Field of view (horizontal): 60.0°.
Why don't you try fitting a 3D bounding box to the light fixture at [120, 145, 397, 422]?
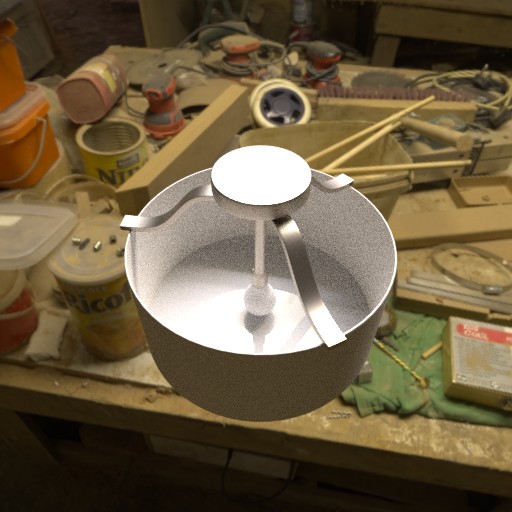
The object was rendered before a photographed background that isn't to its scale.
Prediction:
[{"bbox_3d":[0.000,0.000,0.661,0.395,0.304,0.395,0,46,0],"label":"light fixture"}]
